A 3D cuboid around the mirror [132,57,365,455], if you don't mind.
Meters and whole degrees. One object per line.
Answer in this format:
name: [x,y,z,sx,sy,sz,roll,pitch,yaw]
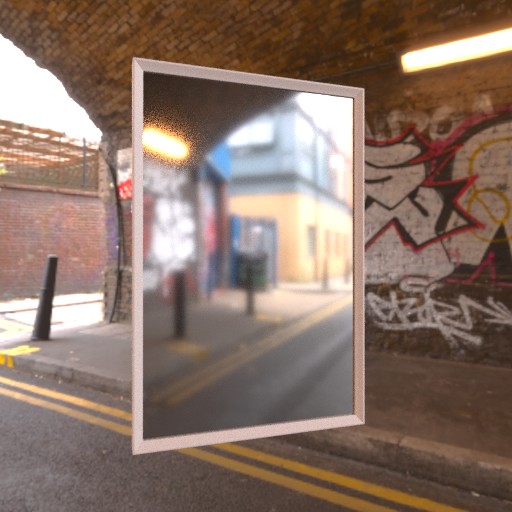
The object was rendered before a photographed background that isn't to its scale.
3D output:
mirror: [0.000,0.000,1.132,0.609,0.915,0.041,0,0,-18]
